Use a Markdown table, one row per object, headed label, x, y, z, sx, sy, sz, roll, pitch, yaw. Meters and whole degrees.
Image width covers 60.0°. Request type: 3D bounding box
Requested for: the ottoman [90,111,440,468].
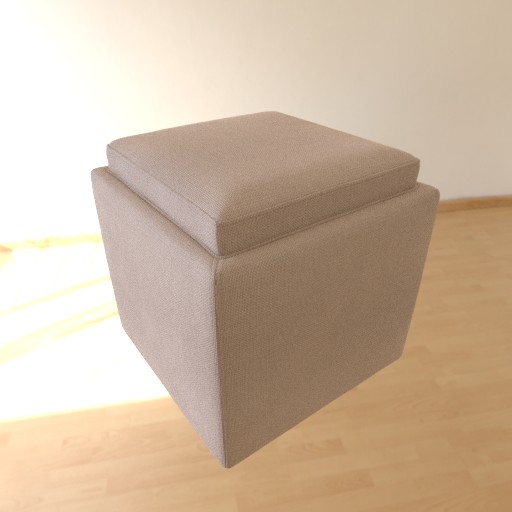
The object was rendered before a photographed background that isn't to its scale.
| label | x | y | z | sx | sy | sz | roll | pitch | yaw |
| --- | --- | --- | --- | --- | --- | --- | --- | --- | --- |
| ottoman | 0.000 | 0.000 | 0.843 | 0.451 | 0.460 | 0.450 | -21 | 37 | -30 |
